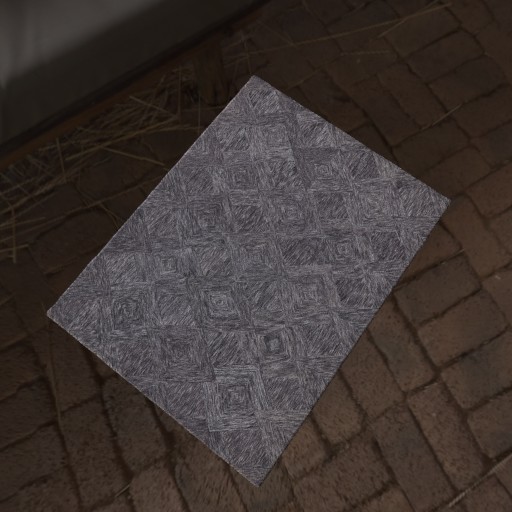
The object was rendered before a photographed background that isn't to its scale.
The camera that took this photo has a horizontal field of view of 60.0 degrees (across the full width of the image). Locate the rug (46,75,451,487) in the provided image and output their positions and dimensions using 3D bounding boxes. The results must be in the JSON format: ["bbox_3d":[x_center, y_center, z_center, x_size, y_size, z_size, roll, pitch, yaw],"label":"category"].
[{"bbox_3d":[0.000,0.000,4.218,2.448,0.017,3.204,36,78,9],"label":"rug"}]
